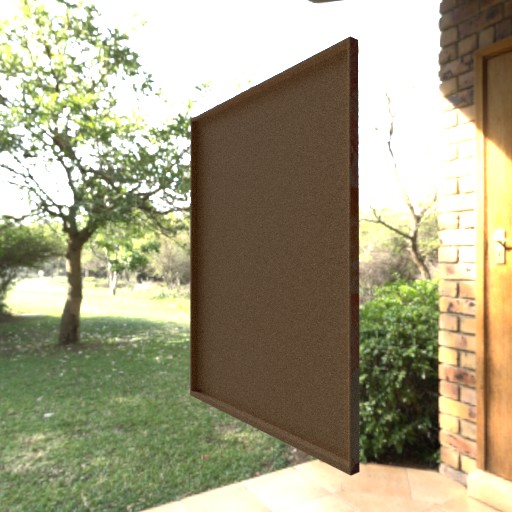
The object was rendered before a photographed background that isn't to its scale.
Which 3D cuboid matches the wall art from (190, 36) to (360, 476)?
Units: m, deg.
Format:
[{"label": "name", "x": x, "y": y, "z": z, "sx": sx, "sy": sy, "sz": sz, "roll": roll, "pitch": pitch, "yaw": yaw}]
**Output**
[{"label": "wall art", "x": 0.000, "y": 0.000, "z": 1.332, "sx": 0.031, "sy": 1.015, "sz": 0.762, "roll": 0, "pitch": -1, "yaw": -37}]
